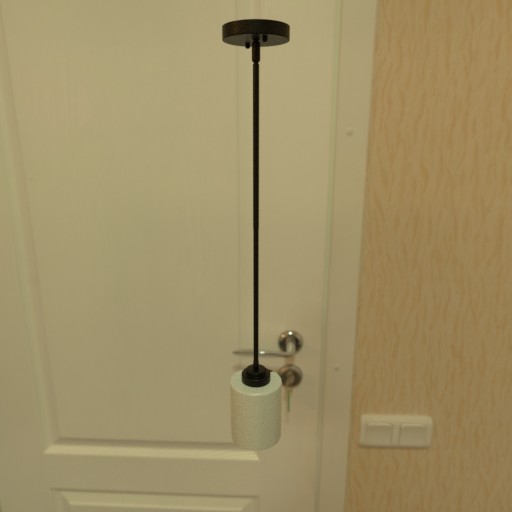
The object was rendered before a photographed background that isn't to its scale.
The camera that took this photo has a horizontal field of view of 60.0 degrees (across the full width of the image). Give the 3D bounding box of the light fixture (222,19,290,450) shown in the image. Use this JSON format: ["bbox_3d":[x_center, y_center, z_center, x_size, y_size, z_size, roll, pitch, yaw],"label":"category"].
[{"bbox_3d":[0.000,0.000,0.922,0.123,0.863,0.123,-8,17,-25],"label":"light fixture"}]
